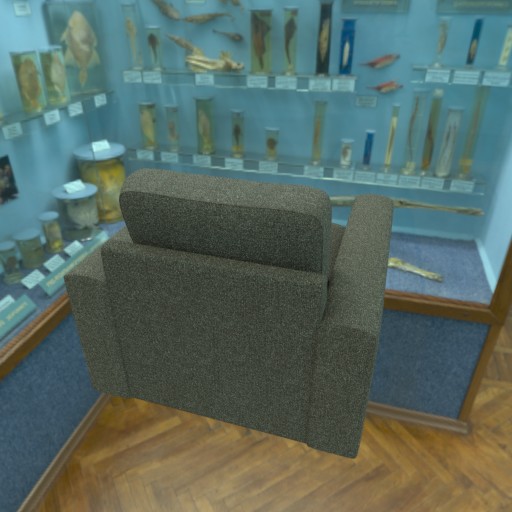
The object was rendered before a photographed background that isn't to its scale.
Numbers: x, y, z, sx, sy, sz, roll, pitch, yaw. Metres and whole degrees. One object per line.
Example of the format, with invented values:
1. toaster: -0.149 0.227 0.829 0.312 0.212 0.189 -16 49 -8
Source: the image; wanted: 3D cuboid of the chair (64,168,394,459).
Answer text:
1. chair: 0.000 0.000 1.777 1.005 0.873 1.016 9 32 15
